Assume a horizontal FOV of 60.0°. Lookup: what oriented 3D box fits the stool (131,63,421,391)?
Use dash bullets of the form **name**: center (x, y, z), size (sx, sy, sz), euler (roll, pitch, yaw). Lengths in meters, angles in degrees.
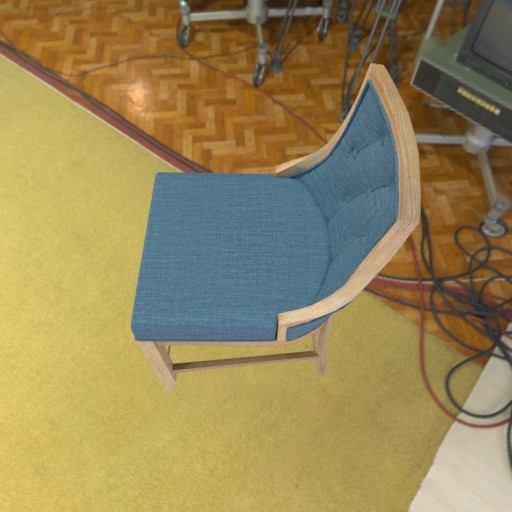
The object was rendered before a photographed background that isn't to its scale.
- **stool**: center (0.000, 0.000, 1.271), size (0.626, 0.938, 0.524), euler (0, 58, 0)
